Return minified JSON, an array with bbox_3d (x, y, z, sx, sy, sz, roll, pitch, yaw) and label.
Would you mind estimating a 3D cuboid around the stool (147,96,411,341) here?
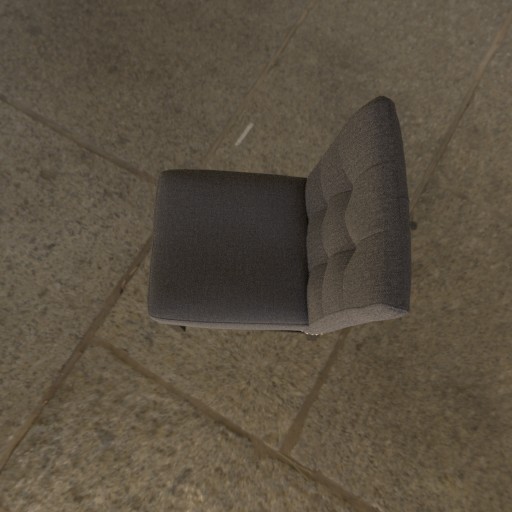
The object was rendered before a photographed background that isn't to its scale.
[{"bbox_3d":[0.000,0.000,1.219,0.571,0.885,0.427,1,75,0],"label":"stool"}]
